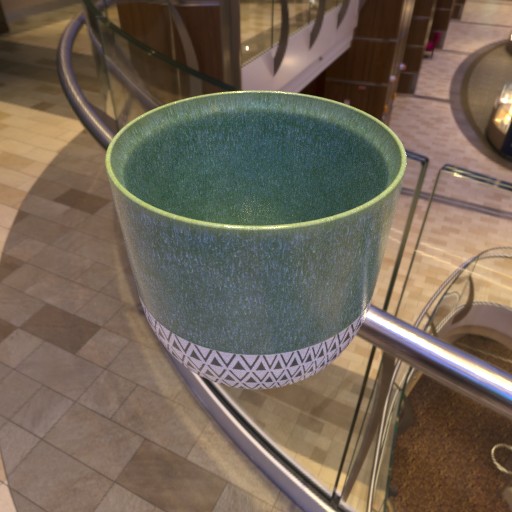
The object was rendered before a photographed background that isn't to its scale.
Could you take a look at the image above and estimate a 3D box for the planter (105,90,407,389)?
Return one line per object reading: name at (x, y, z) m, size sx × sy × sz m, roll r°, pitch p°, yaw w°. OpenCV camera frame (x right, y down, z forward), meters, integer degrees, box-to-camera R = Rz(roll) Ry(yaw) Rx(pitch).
planter at (0.000, 0.000, 0.488) m, size 0.266 × 0.270 × 0.266 m, roll 0°, pitch 40°, yaw 0°
